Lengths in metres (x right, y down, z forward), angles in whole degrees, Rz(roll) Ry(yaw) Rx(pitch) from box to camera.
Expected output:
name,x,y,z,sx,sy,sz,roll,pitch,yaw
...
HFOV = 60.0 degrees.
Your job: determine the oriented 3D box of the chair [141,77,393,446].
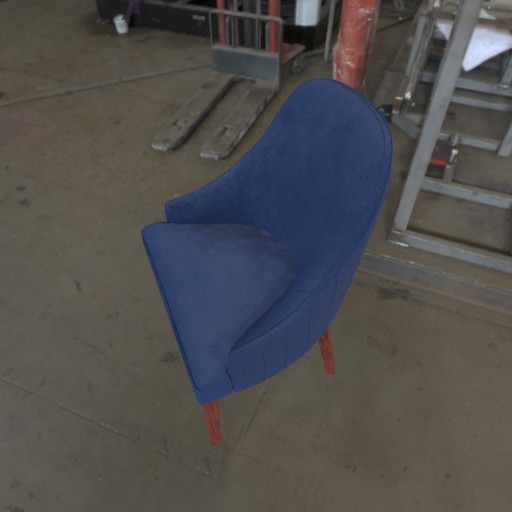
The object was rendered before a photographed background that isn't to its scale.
name,x,y,z,sx,sy,sz,roll,pitch,yaw
chair,0.000,0.000,1.300,0.575,0.889,0.643,-17,49,-15
